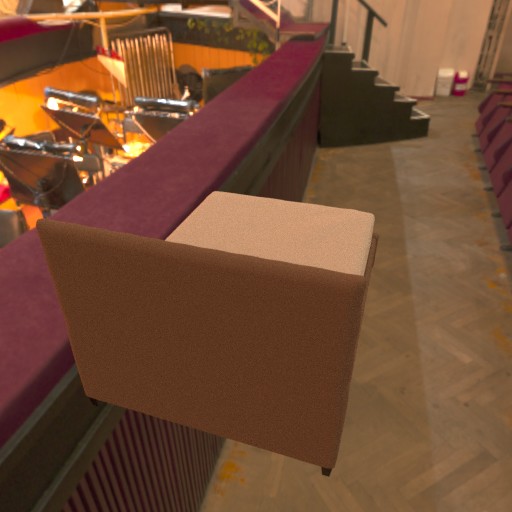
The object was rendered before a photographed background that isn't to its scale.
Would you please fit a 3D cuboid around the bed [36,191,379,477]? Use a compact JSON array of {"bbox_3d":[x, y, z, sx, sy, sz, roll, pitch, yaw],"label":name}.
[{"bbox_3d":[0.000,0.000,3.302,1.696,1.426,2.233,10,34,15],"label":"bed"}]
